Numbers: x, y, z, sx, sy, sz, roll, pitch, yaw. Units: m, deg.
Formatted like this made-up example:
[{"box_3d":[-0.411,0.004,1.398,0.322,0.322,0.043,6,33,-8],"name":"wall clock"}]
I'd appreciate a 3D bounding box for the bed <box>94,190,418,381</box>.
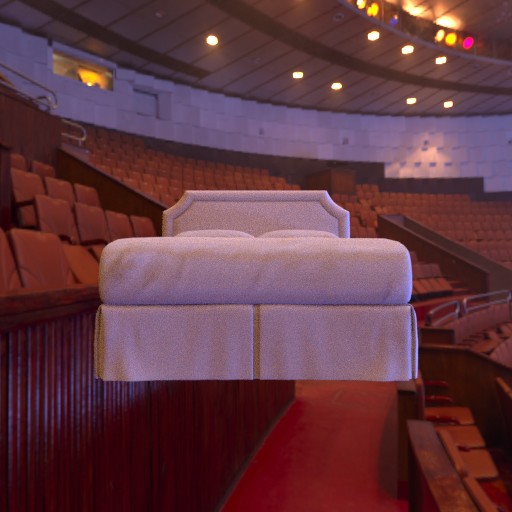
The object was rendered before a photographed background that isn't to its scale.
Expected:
[{"box_3d":[0.000,0.000,3.289,1.828,1.297,2.164,0,-1,0],"name":"bed"}]
